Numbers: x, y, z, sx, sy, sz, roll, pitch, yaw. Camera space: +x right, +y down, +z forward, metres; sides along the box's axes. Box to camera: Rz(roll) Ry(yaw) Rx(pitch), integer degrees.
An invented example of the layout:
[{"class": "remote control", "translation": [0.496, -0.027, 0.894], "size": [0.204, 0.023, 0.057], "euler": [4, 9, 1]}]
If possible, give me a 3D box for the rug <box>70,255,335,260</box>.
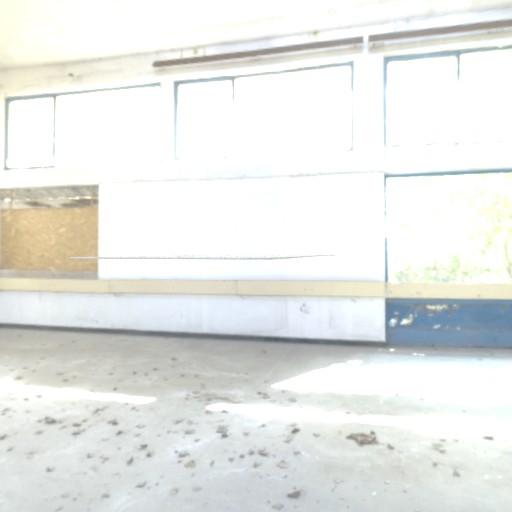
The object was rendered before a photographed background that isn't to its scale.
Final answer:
[{"class": "rug", "translation": [0.000, 0.000, 2.558], "size": [0.712, 0.013, 2.346], "euler": [0, 0, 15]}]
